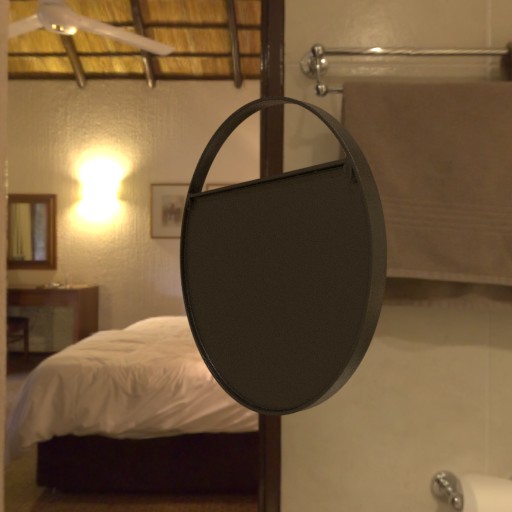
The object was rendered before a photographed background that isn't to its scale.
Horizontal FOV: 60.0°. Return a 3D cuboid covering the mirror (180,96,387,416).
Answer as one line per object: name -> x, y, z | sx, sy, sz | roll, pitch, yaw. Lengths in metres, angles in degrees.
mirror -> 0.000, 0.000, 0.825 | 0.032, 0.565, 0.565 | 0, 0, -36
